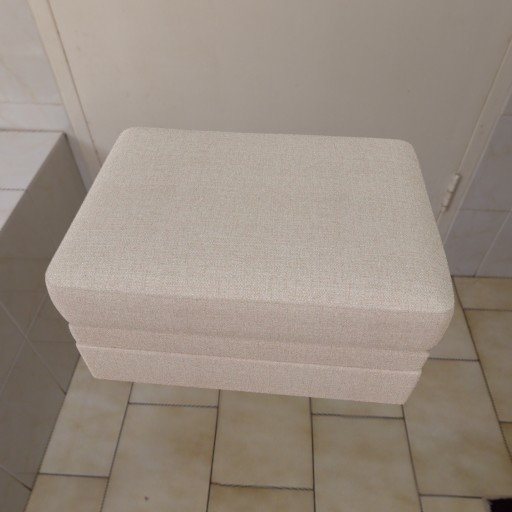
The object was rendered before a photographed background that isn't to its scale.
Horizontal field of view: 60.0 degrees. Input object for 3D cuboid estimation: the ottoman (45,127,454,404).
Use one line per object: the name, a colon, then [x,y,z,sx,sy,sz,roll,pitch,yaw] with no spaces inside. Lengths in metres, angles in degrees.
ottoman: [0.000,0.000,1.238,0.885,0.478,0.637,4,47,3]
